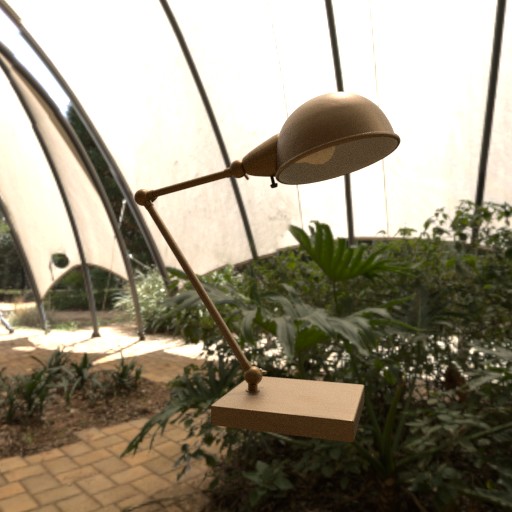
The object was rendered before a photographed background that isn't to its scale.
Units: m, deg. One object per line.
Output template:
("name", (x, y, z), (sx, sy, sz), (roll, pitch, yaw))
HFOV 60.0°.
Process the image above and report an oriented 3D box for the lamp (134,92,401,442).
("lamp", (0.000, 0.000, 0.544), (0.339, 0.371, 0.149), (0, -1, 18))
